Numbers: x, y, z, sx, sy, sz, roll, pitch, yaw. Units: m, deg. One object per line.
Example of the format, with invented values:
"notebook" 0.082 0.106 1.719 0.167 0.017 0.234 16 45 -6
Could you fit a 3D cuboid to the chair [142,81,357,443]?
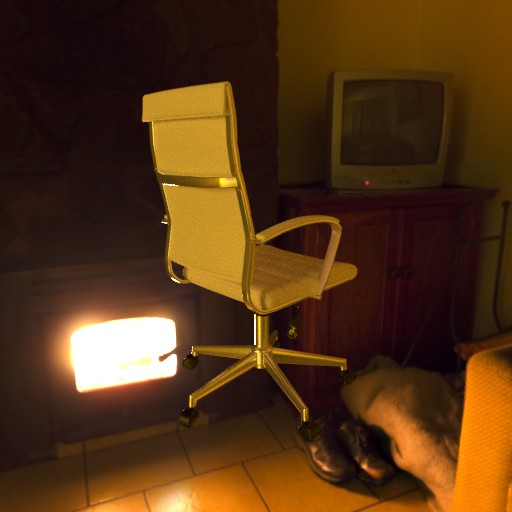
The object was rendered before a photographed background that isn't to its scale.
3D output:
"chair" 0.000 0.000 1.687 0.739 1.149 0.766 -13 19 -41
